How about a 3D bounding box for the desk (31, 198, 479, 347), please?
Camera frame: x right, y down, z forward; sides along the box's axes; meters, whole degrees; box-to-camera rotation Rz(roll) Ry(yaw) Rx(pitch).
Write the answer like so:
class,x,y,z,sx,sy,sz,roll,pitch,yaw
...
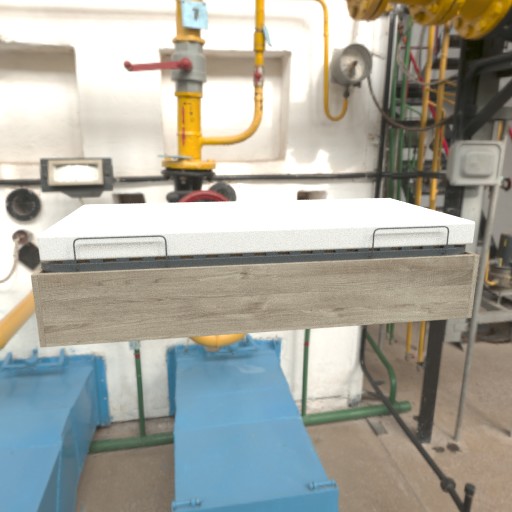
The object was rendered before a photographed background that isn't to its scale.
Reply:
class,x,y,z,sx,sy,sz,roll,pitch,yaw
desk,0.000,0.000,2.288,1.900,0.455,0.900,-2,15,-9
